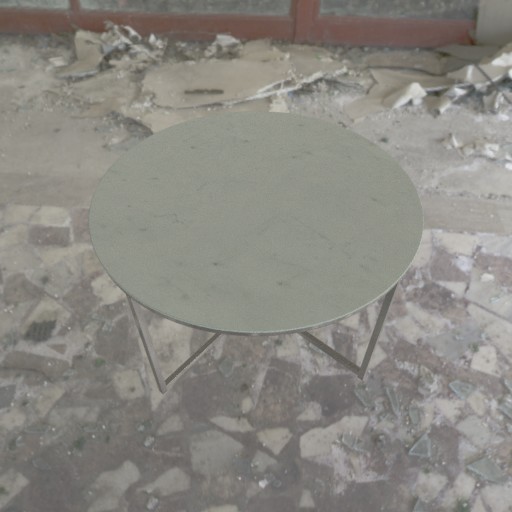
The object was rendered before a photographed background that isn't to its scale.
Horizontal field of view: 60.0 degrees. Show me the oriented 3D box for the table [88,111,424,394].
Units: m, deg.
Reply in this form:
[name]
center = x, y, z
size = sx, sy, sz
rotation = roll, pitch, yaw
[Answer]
[table]
center = 0.000, 0.000, 1.255
size = 0.800, 0.450, 0.800
rotation = 0, 47, 0
